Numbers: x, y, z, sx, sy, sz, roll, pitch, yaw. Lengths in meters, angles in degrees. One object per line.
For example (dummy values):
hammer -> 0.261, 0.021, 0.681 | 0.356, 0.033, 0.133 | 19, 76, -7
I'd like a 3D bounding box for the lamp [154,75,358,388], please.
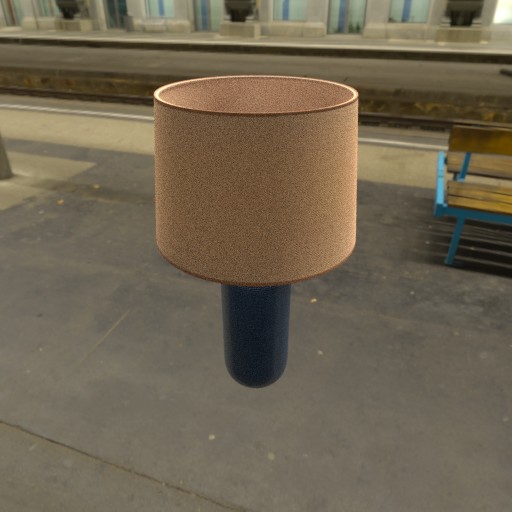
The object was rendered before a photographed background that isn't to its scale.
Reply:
lamp -> 0.000, 0.000, 0.858 | 0.367, 0.609, 0.367 | 0, 30, 0
